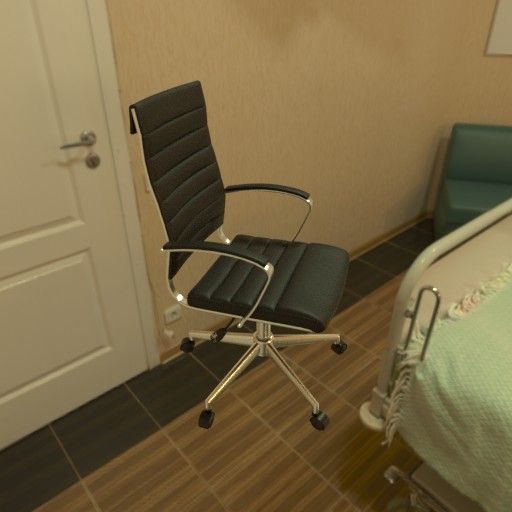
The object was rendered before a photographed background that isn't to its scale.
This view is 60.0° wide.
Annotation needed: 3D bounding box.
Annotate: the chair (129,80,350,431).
[{"bbox_3d":[0.000,0.000,1.674,0.739,1.149,0.766,10,33,17],"label":"chair"}]
